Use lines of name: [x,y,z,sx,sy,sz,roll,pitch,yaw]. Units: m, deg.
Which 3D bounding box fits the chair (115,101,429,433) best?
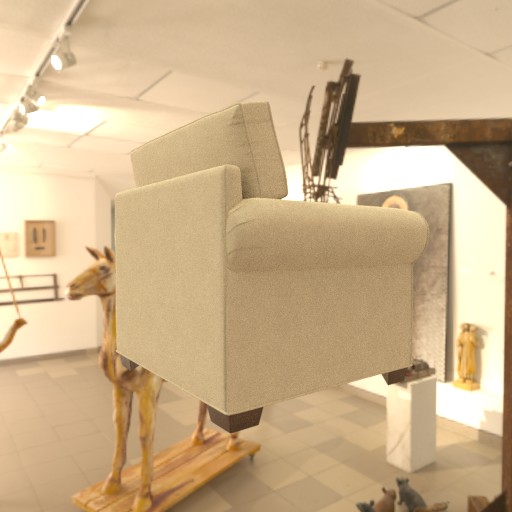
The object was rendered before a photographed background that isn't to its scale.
chair: [0.000,0.000,1.800,0.863,0.955,1.040,-1,2,-37]
